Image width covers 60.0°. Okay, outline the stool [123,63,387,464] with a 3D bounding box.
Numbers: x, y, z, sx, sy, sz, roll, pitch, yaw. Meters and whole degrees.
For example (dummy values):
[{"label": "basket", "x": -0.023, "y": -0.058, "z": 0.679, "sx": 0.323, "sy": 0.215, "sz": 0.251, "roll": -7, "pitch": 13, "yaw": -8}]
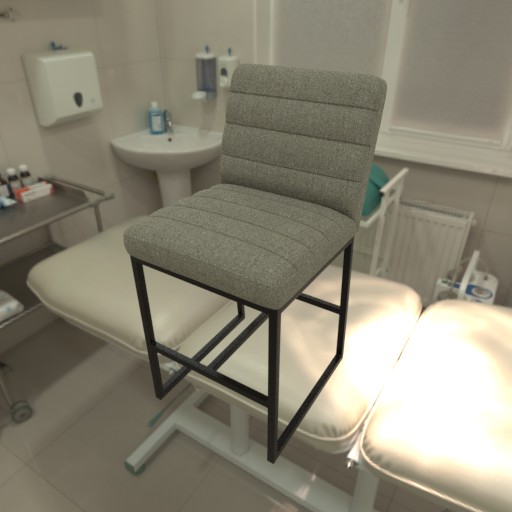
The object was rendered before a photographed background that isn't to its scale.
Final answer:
[{"label": "stool", "x": 0.000, "y": 0.000, "z": 1.263, "sx": 0.460, "sy": 0.940, "sz": 0.560, "roll": 18, "pitch": 35, "yaw": 27}]
